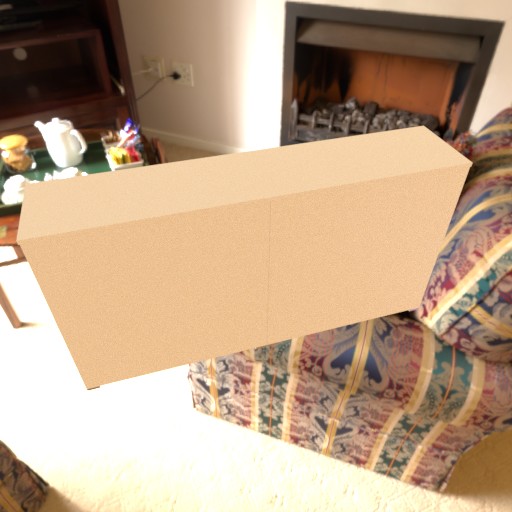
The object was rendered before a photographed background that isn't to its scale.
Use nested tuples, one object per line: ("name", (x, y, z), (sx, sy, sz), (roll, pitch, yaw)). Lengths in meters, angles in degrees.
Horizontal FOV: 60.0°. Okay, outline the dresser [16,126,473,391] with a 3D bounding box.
("dresser", (0.000, 0.000, 1.817), (1.535, 0.790, 0.333), (-11, 43, -12))
